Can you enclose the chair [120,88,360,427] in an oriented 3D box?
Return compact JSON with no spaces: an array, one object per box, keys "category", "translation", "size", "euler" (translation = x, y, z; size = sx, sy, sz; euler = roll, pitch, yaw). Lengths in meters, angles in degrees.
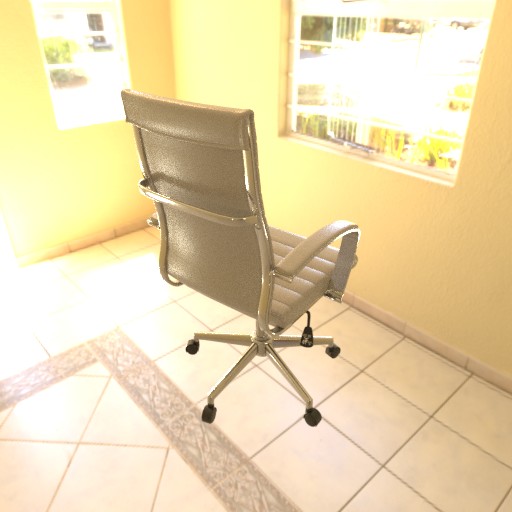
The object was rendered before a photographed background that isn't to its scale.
[{"category":"chair","translation":[0.000,0.000,1.557],"size":[0.679,1.149,0.667],"euler":[22,36,33]}]
